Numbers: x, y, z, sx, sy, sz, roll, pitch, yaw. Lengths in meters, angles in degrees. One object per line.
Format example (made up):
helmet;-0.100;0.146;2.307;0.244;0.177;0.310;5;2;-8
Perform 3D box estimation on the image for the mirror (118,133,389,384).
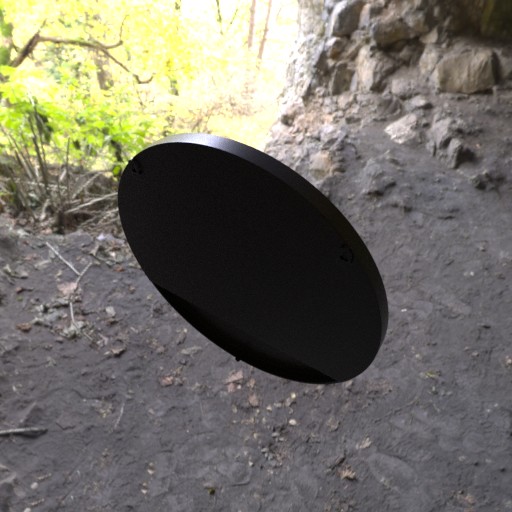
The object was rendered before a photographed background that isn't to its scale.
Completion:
mirror;0.000;0.000;0.705;0.457;0.457;0.133;24;51;21
